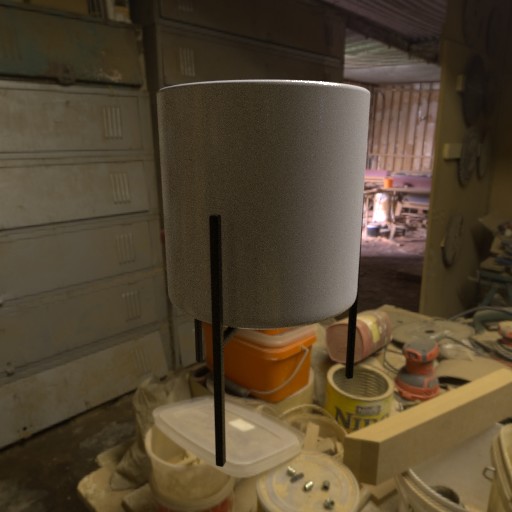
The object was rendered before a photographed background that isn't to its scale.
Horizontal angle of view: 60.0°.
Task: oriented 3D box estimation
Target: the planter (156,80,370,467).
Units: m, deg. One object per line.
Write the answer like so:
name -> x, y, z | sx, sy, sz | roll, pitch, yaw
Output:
planter -> 0.000, 0.000, 0.515 | 0.239, 0.356, 0.239 | -14, 20, -42
